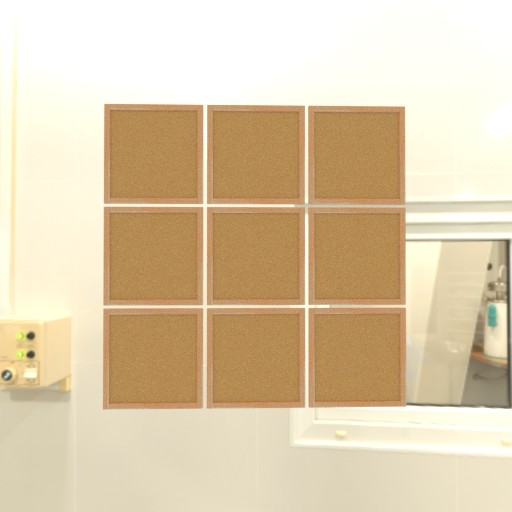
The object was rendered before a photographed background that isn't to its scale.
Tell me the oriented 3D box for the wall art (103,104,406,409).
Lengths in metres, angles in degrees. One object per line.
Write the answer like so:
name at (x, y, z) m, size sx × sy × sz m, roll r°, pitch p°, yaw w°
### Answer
wall art at (0.000, 0.000, 1.789) m, size 1.216 × 1.220 × 0.013 m, roll 0°, pitch -1°, yaw -1°
